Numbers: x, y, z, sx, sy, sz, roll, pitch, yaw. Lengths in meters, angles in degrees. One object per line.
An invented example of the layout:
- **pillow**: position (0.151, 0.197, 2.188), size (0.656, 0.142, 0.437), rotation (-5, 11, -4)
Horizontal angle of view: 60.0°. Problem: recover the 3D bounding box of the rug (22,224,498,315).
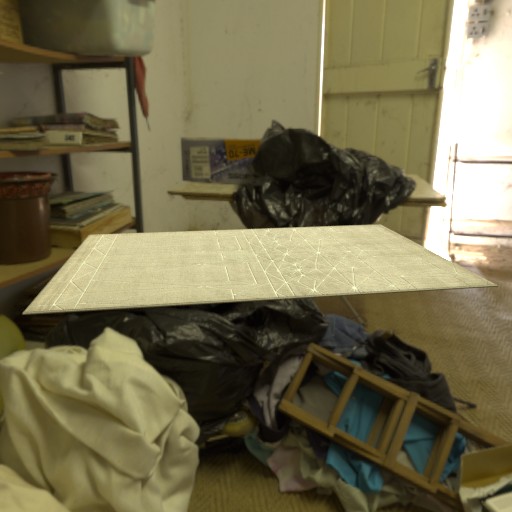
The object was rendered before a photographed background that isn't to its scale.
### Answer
- **rug**: position (0.000, 0.000, 2.963), size (2.438, 0.012, 1.524), rotation (-3, 17, -8)
